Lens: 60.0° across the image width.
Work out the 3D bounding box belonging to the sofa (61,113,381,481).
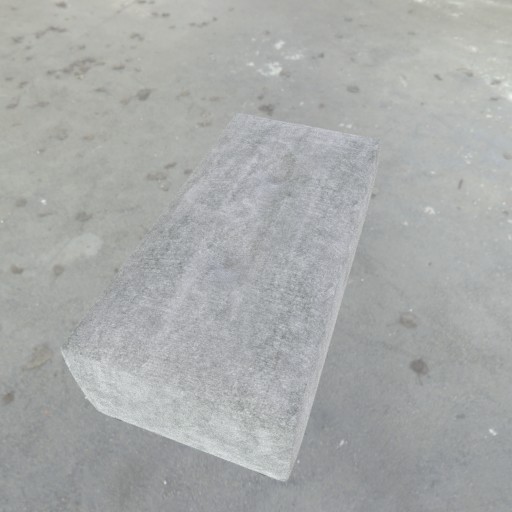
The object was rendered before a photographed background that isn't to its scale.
[{"bbox_3d":[0.000,0.000,1.154,0.480,0.330,0.930,15,49,13],"label":"sofa"}]
